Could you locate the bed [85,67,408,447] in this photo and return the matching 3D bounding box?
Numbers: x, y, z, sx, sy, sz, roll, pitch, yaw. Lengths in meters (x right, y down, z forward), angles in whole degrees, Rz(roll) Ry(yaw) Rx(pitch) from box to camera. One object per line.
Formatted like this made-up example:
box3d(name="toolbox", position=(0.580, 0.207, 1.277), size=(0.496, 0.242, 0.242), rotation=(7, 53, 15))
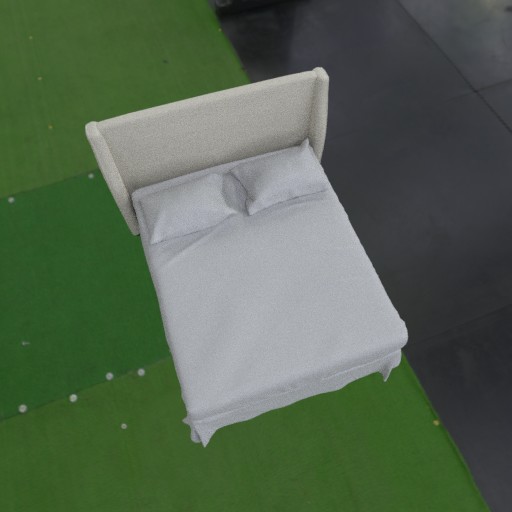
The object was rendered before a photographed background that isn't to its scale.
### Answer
box3d(name="bed", position=(0.000, 0.000, 3.480), size=(1.925, 1.332, 2.276), rotation=(-17, 64, -9))
